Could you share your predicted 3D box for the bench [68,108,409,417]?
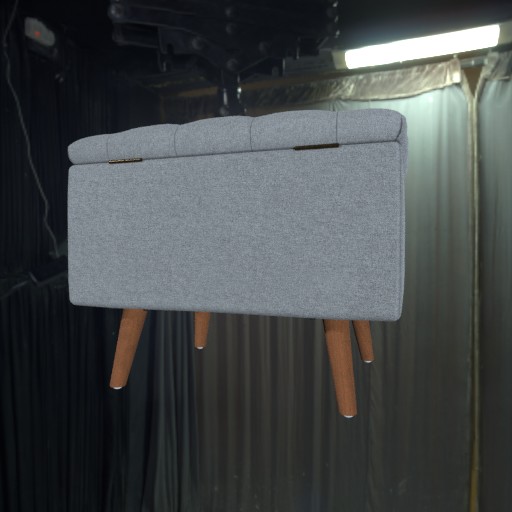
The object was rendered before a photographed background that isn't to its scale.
[{"bbox_3d":[0.000,0.000,0.883,0.572,0.469,0.417,0,1,19],"label":"bench"}]
